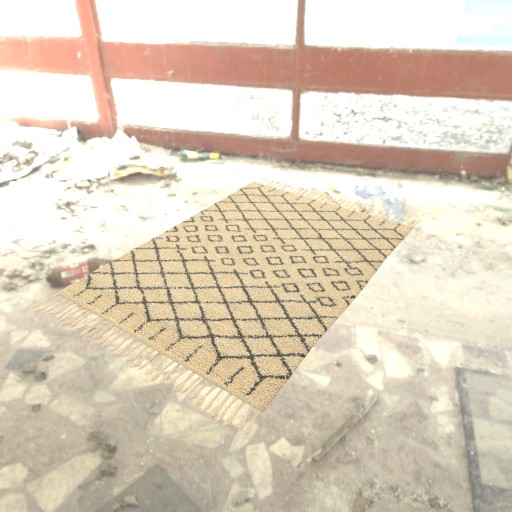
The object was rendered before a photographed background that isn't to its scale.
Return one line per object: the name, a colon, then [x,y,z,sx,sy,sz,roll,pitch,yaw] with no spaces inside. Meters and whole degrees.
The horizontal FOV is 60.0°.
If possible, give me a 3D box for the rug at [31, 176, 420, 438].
rug: [0.000,0.000,3.293,1.664,0.029,2.615,21,38,29]
